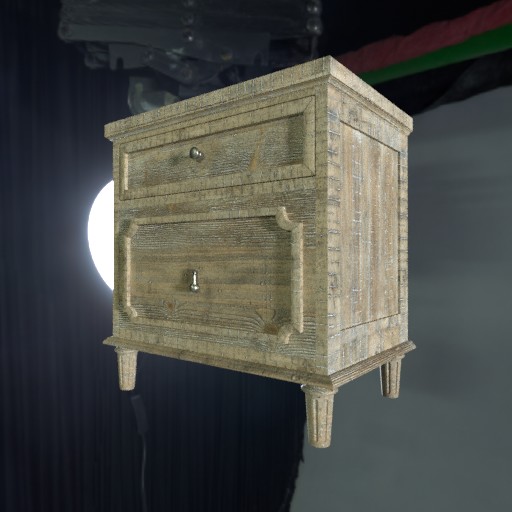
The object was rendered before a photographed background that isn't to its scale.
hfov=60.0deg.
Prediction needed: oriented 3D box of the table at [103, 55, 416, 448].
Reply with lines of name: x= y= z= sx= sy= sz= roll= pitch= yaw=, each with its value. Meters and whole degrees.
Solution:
table: x=0.000 y=0.000 z=1.162 sx=0.686 sy=0.711 sz=0.457 roll=0 pitch=0 yaw=37
